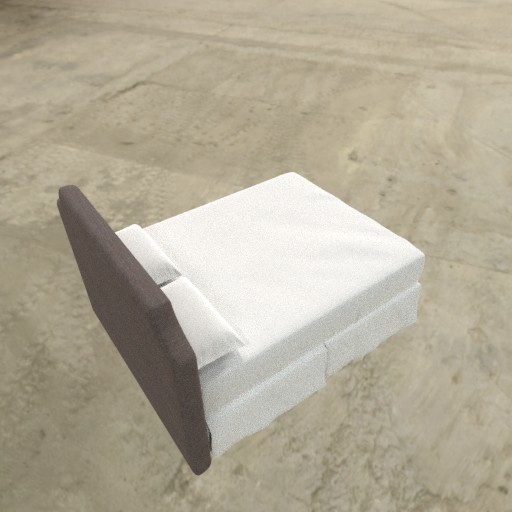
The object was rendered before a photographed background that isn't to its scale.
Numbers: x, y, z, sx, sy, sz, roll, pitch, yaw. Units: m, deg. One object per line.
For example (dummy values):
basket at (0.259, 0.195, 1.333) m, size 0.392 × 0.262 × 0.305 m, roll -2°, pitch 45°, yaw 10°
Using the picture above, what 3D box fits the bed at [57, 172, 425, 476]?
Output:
bed at (0.000, 0.000, 3.214) m, size 2.116 × 1.290 × 1.693 m, roll -25°, pitch 46°, yaw -27°
